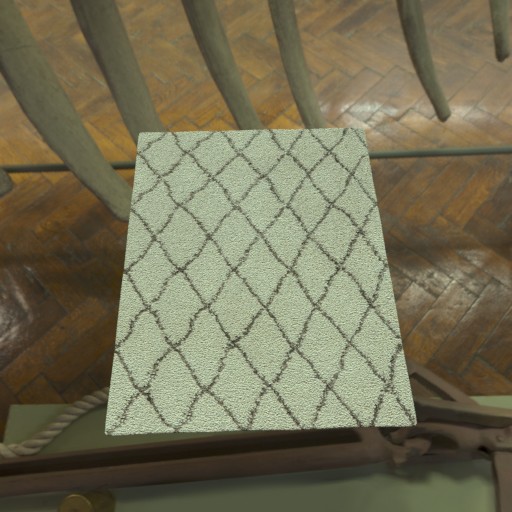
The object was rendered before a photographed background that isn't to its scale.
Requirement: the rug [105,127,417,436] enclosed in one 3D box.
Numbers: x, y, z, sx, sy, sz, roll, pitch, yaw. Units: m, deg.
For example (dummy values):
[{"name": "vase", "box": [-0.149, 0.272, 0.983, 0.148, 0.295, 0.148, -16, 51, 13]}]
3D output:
[{"name": "rug", "box": [0.000, 0.000, 4.128, 2.438, 0.029, 3.047, -1, 64, -1]}]
